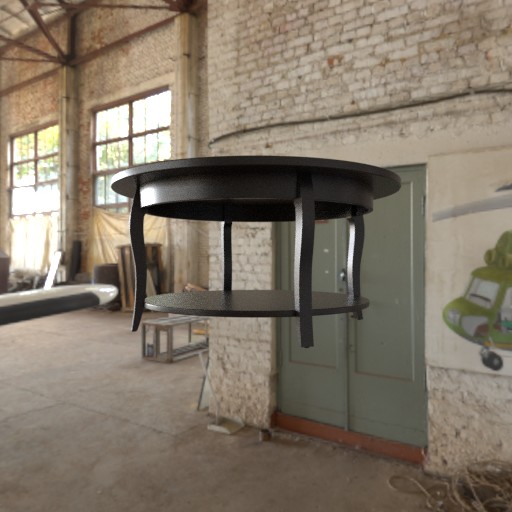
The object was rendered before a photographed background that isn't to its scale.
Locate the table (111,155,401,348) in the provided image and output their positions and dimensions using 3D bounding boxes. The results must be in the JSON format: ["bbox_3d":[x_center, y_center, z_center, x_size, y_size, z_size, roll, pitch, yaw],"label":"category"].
[{"bbox_3d":[0.000,0.000,1.467,0.914,0.457,0.914,0,0,0],"label":"table"}]
